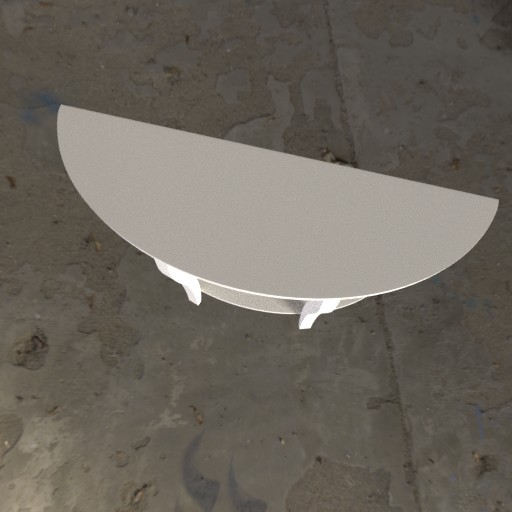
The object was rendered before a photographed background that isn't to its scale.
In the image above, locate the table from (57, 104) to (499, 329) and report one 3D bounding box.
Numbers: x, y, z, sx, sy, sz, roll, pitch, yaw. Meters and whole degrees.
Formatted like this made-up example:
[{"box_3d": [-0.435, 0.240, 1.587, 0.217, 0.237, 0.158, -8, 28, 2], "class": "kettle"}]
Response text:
[{"box_3d": [0.000, 0.000, 1.530, 1.219, 0.780, 0.394, 13, 75, 4], "class": "table"}]
